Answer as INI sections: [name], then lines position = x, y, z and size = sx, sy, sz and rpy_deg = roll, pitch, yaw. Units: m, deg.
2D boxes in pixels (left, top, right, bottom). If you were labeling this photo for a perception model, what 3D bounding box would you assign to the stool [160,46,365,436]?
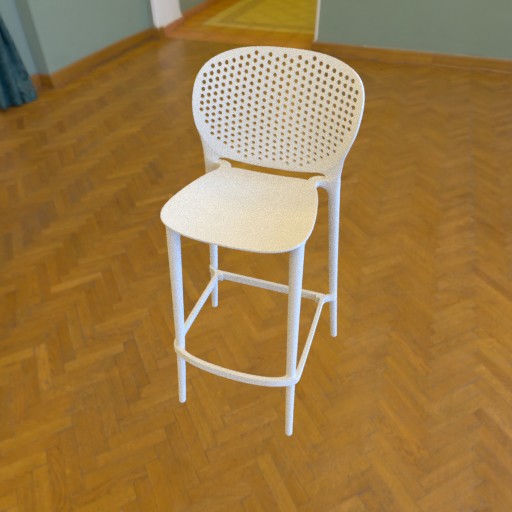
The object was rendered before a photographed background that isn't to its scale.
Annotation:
[stool]
position = 0.000, 0.000, 1.339
size = 0.536, 1.045, 0.535
rpy_deg = 12, 42, 14
